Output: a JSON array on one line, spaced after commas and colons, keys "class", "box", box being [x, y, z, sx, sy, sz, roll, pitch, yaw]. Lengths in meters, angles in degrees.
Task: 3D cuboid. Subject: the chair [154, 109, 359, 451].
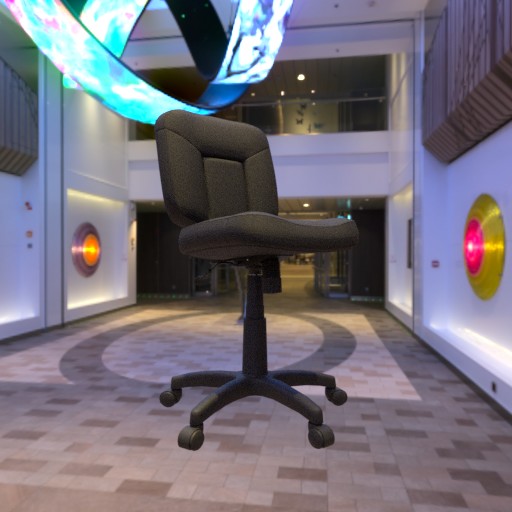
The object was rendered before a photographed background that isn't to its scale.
[{"class": "chair", "box": [0.000, 0.000, 1.348, 0.610, 0.972, 0.610, 0, 1, -38]}]
